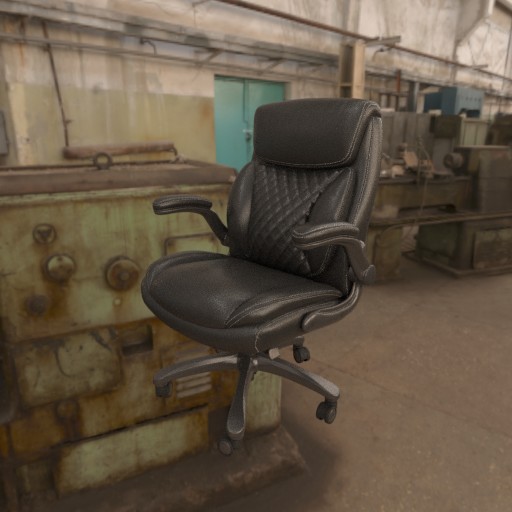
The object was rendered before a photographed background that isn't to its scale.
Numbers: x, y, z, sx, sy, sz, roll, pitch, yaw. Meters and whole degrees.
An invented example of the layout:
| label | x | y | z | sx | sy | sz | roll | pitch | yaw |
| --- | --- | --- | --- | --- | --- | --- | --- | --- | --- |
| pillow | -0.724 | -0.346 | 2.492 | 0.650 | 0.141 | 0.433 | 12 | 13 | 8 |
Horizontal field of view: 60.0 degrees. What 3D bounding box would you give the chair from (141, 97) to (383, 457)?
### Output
| label | x | y | z | sx | sy | sz | roll | pitch | yaw |
| --- | --- | --- | --- | --- | --- | --- | --- | --- | --- |
| chair | 0.000 | 0.000 | 1.619 | 0.782 | 1.110 | 0.724 | 16 | 23 | 43 |
